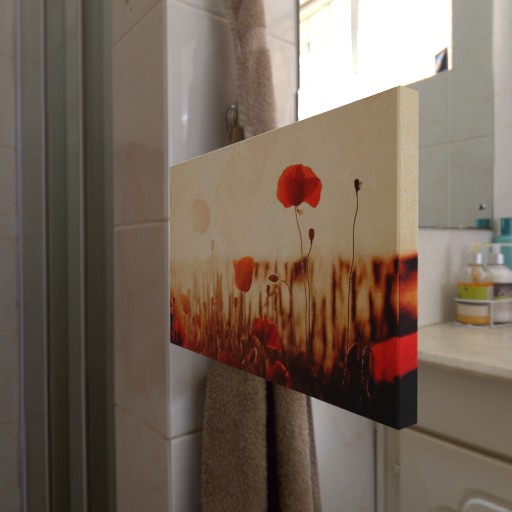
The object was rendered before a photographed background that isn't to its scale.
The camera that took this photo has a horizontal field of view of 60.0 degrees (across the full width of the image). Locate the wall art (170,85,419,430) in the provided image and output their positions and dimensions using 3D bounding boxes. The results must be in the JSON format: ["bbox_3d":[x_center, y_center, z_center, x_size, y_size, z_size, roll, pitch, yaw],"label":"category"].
[{"bbox_3d":[0.000,0.000,0.772,0.040,0.402,0.613,0,1,-36],"label":"wall art"}]
